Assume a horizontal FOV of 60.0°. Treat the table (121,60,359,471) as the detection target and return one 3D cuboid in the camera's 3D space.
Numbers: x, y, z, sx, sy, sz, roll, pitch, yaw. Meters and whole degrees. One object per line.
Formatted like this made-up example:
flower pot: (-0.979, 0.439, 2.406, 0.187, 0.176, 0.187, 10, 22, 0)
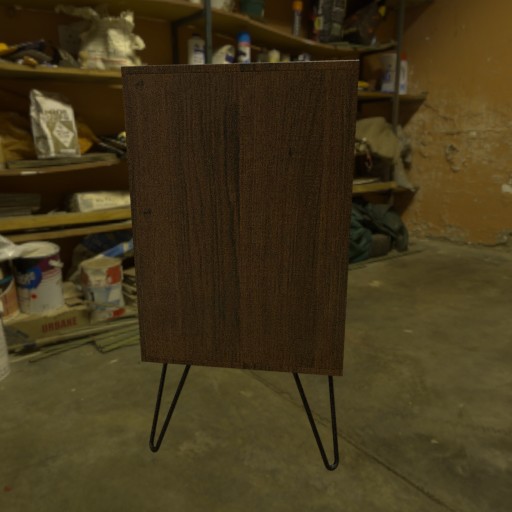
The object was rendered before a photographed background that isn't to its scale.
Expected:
table: (0.000, 0.000, 1.175, 0.457, 0.866, 0.526, 2, 14, 8)
